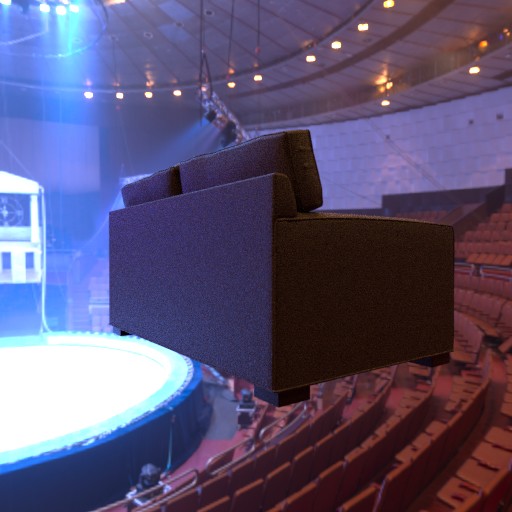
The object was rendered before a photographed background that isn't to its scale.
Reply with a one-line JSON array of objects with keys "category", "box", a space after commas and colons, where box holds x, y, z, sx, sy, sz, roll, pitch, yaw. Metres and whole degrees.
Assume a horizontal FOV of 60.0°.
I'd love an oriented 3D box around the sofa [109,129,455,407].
[{"category": "sofa", "box": [0.000, 0.000, 2.192, 0.974, 0.887, 1.534, 0, 1, -36]}]
